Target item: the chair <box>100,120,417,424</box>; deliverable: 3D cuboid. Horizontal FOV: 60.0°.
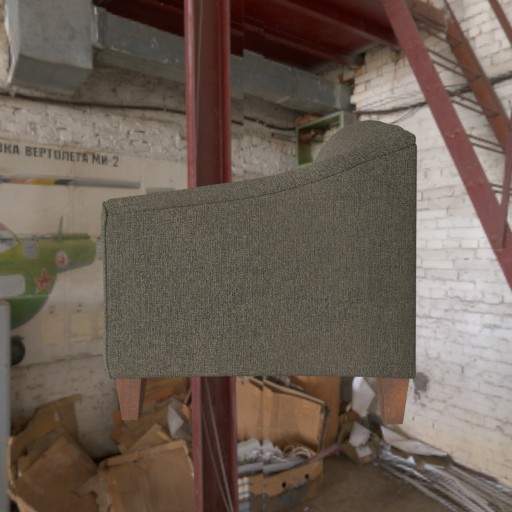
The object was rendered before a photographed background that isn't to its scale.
[{"bbox_3d":[0.000,0.000,1.443,0.787,0.839,0.763,0,1,0],"label":"chair"}]
